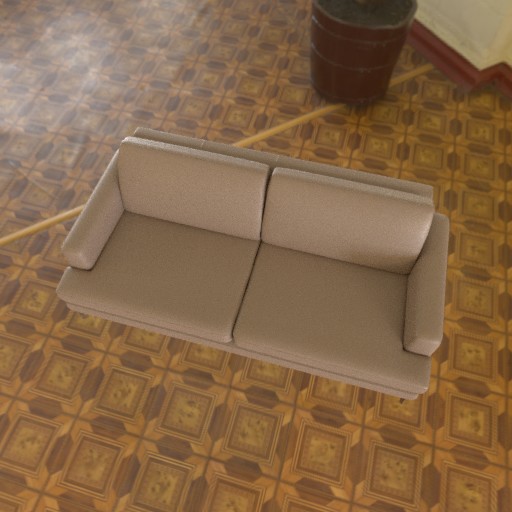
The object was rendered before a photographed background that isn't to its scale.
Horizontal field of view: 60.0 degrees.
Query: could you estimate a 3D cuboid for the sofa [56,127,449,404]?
[{"bbox_3d":[0.000,0.000,2.402,1.940,0.765,0.974,13,61,8],"label":"sofa"}]
